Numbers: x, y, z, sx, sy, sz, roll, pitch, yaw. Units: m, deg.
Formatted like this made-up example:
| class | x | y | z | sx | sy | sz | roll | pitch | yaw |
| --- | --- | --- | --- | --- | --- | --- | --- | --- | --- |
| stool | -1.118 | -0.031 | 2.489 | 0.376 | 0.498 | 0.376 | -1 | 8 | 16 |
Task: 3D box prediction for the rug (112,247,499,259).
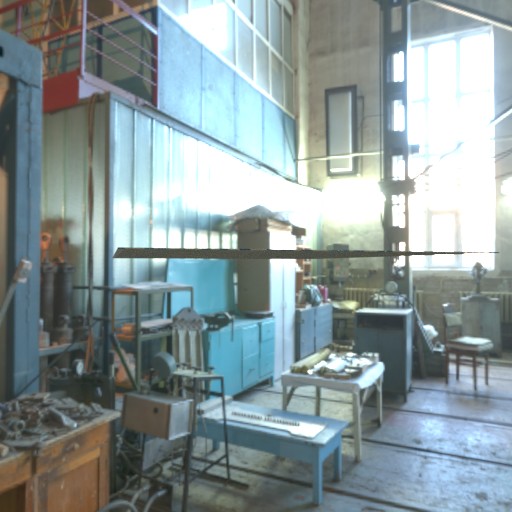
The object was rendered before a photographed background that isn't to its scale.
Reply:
| class | x | y | z | sx | sy | sz | roll | pitch | yaw |
| --- | --- | --- | --- | --- | --- | --- | --- | --- | --- |
| rug | 0.000 | 0.000 | 3.988 | 2.435 | 0.007 | 3.007 | 0 | -1 | -18 |
